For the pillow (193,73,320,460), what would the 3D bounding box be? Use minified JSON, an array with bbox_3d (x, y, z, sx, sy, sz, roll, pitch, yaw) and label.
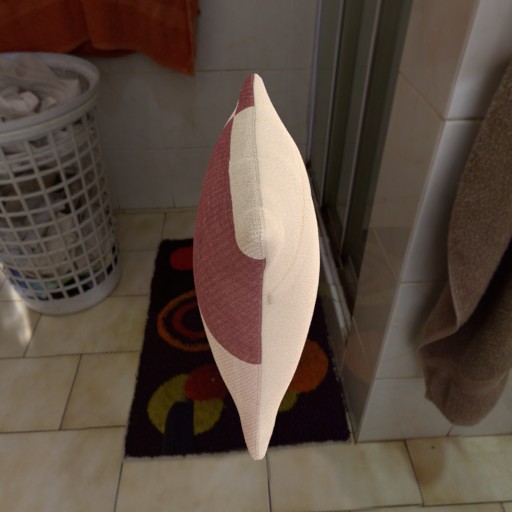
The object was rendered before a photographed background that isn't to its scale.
[{"bbox_3d":[0.000,0.000,0.820,0.229,0.506,0.536,-1,42,-1],"label":"pillow"}]
